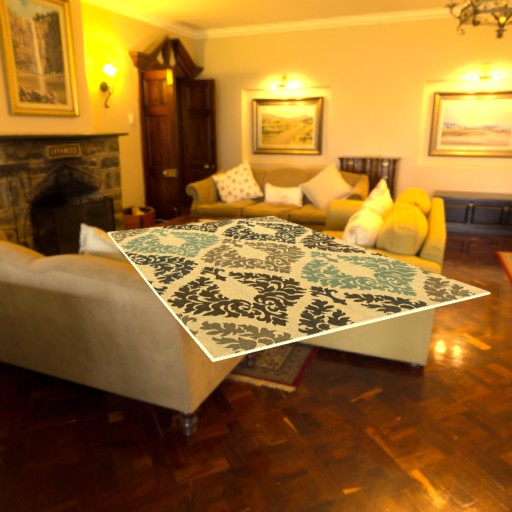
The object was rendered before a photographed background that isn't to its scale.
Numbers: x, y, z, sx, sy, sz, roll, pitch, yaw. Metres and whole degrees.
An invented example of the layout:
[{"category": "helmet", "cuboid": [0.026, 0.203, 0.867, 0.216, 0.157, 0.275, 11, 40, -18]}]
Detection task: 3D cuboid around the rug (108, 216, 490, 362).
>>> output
[{"category": "rug", "cuboid": [0.000, 0.000, 2.889, 1.514, 0.014, 2.275, -8, 18, -26]}]
